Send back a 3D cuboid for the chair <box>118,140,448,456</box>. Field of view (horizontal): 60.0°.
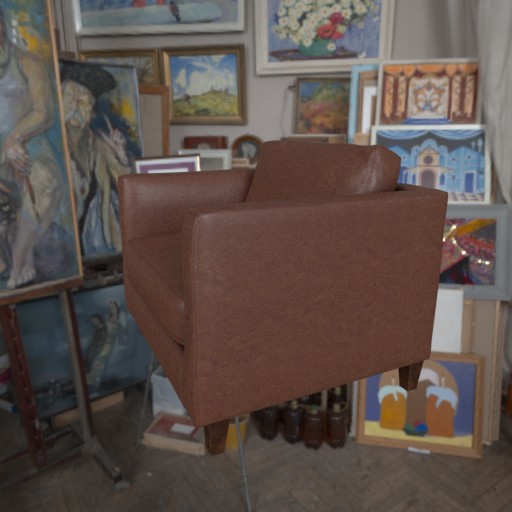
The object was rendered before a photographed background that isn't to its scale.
[{"bbox_3d":[0.000,0.000,1.832,0.959,0.917,1.107,-7,17,-25],"label":"chair"}]
